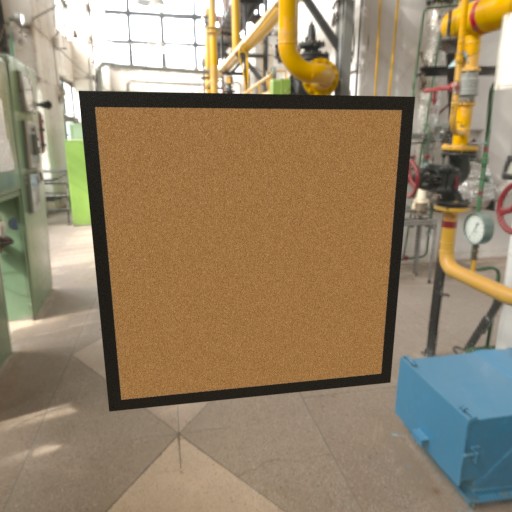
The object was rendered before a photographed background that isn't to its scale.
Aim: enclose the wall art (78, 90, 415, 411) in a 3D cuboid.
[{"bbox_3d":[0.000,0.000,0.740,0.508,0.508,0.036,-3,15,-10],"label":"wall art"}]
